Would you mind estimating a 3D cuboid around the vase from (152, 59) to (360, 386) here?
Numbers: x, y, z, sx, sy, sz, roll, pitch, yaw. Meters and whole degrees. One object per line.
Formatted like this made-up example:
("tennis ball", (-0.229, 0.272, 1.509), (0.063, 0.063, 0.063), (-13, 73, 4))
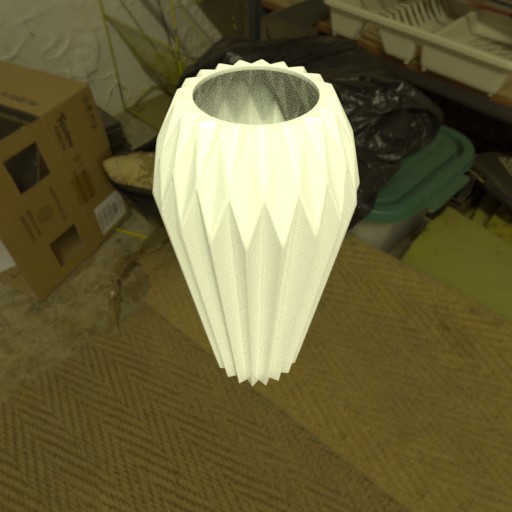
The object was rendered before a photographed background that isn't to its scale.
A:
("vase", (0.000, 0.000, 0.340), (0.133, 0.263, 0.133), (0, 46, 0))
